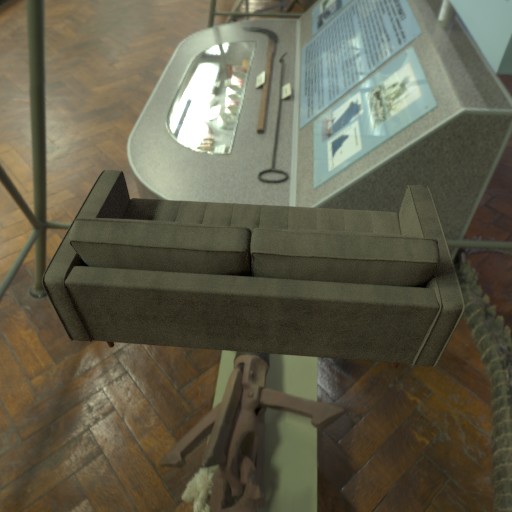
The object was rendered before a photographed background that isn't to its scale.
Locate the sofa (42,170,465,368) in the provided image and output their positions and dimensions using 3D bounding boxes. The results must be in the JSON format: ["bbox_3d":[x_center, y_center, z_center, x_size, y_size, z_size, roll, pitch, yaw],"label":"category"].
[{"bbox_3d":[0.000,0.000,2.410,1.920,0.825,0.924,3,46,3],"label":"sofa"}]
